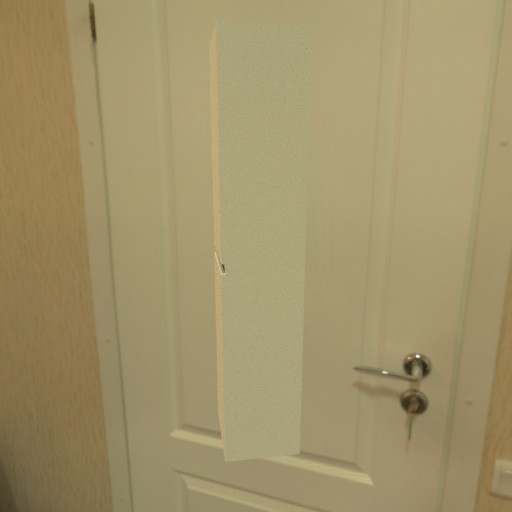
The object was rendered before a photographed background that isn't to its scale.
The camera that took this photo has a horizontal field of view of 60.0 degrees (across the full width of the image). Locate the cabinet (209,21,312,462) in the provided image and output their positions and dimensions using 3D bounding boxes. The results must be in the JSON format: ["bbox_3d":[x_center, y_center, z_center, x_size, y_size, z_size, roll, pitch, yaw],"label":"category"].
[{"bbox_3d":[0.000,0.000,1.540,0.269,1.400,0.300,-2,15,-9],"label":"cabinet"}]
